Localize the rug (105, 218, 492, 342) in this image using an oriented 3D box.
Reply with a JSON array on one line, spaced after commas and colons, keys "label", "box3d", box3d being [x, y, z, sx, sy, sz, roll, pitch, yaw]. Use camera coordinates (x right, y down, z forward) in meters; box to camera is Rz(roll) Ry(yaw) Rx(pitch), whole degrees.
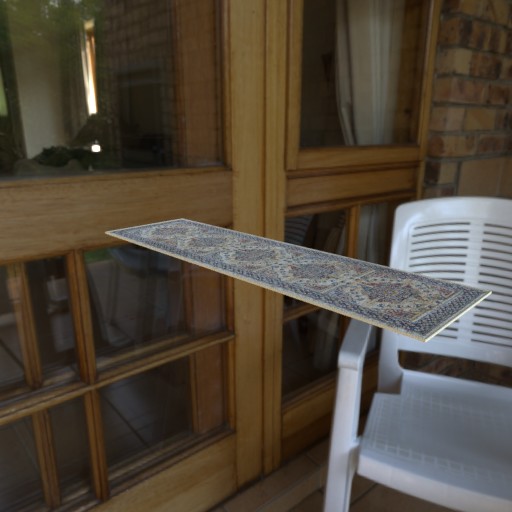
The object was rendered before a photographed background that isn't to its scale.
[{"label": "rug", "box3d": [0.000, 0.000, 2.520, 2.297, 0.013, 0.661, 16, 22, 43]}]
